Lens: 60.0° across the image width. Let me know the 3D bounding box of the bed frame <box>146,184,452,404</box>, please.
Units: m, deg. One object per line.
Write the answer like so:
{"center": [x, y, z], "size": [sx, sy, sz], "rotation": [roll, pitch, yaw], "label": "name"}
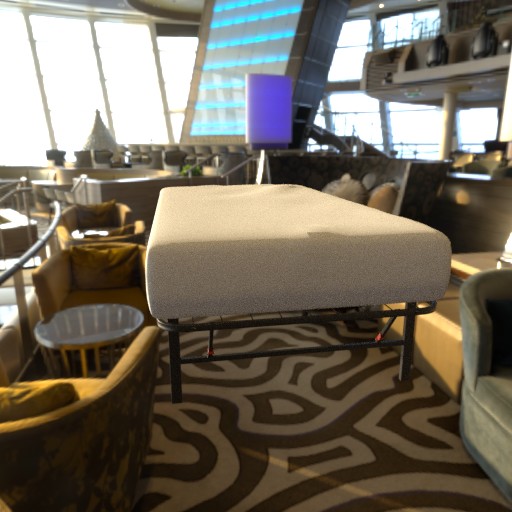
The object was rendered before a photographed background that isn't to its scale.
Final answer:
{"center": [0.000, 0.000, 2.353], "size": [1.025, 0.640, 1.908], "rotation": [-3, 14, -10], "label": "bed frame"}
